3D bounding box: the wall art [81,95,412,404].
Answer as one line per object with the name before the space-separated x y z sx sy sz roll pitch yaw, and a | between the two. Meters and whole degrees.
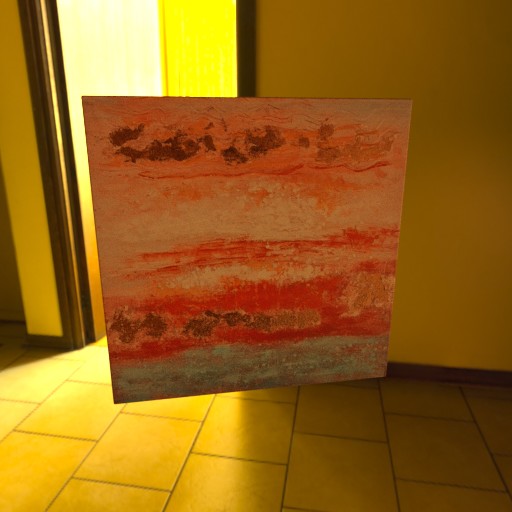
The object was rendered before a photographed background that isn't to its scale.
wall art | 0.000 0.000 1.106 0.747 0.747 0.035 -3 17 -10
